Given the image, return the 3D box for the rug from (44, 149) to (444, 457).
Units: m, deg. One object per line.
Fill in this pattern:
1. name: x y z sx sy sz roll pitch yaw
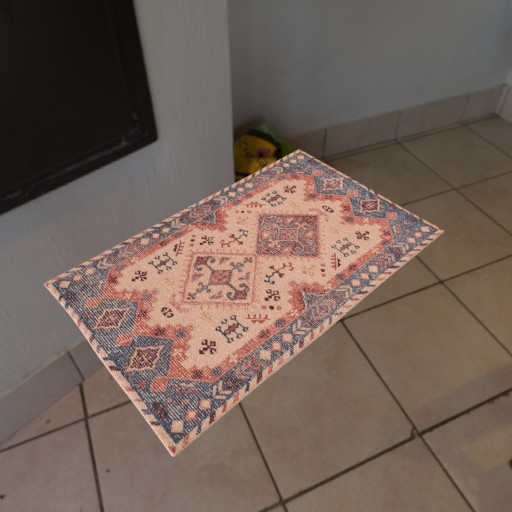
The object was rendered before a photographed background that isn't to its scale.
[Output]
1. rug: 0.000 0.000 3.146 2.464 0.023 1.521 -33 54 -28
